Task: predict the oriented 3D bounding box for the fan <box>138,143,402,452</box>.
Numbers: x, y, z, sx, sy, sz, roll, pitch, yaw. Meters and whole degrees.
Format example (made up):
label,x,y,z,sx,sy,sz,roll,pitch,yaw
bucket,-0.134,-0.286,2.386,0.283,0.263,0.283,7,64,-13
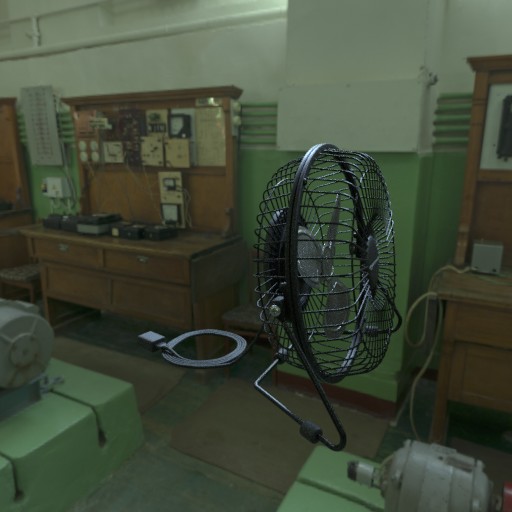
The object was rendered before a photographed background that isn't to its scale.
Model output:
label,x,y,z,sx,sy,sz,roll,pitch,yaw
fan,0.000,0.000,0.381,0.227,0.188,0.209,7,16,26
